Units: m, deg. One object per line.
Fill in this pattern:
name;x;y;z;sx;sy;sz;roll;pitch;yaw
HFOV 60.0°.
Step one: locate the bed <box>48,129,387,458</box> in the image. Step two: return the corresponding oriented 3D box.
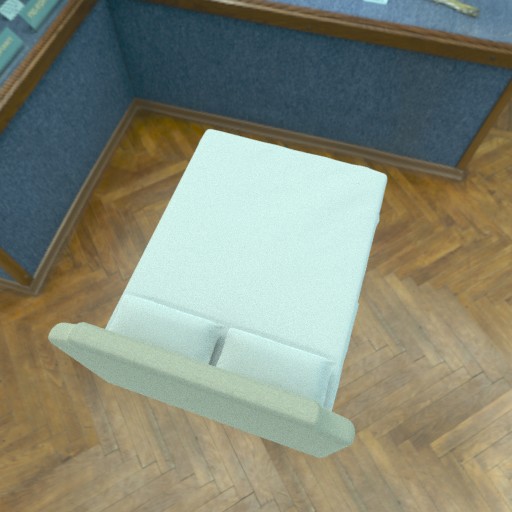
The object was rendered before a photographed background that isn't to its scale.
bed;0.000;0.000;3.106;1.693;1.290;2.116;16;64;8
